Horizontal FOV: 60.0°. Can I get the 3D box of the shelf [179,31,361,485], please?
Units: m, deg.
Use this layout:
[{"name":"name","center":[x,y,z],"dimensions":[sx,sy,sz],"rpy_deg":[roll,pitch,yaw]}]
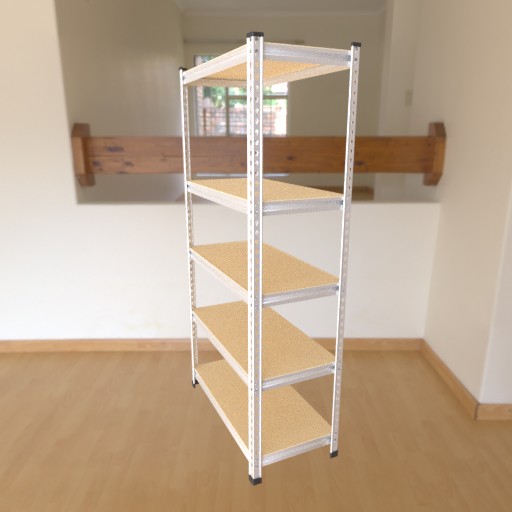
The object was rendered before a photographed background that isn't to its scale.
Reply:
[{"name":"shelf","center":[0.000,0.000,2.208],"dimensions":[0.457,1.829,0.914],"rpy_deg":[-7,17,-24]}]
